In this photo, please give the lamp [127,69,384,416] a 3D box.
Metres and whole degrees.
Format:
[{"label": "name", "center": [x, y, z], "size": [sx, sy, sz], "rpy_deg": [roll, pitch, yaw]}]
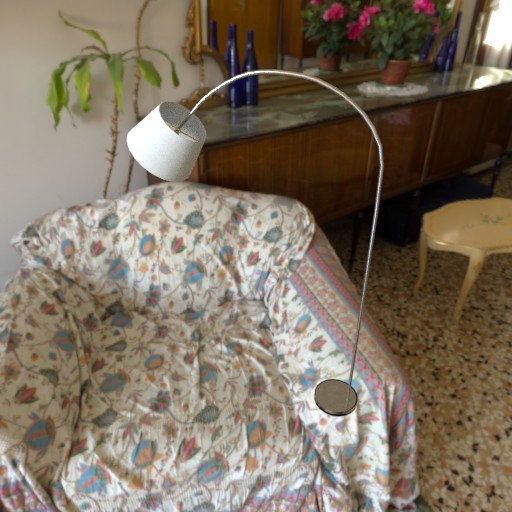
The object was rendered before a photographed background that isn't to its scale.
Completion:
[{"label": "lamp", "center": [0.000, 0.000, 2.665], "size": [1.445, 2.098, 0.406], "rpy_deg": [9, 33, 15]}]
